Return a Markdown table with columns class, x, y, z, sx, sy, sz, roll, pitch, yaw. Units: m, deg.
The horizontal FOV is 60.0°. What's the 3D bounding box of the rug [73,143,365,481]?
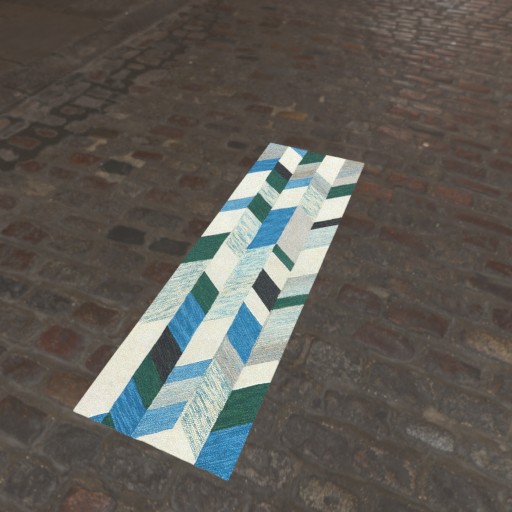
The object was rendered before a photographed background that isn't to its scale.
| class | x | y | z | sx | sy | sz | roll | pitch | yaw |
| --- | --- | --- | --- | --- | --- | --- | --- | --- | --- |
| rug | 0.000 | 0.000 | 2.677 | 0.774 | 0.008 | 2.437 | 17 | 48 | 16 |
